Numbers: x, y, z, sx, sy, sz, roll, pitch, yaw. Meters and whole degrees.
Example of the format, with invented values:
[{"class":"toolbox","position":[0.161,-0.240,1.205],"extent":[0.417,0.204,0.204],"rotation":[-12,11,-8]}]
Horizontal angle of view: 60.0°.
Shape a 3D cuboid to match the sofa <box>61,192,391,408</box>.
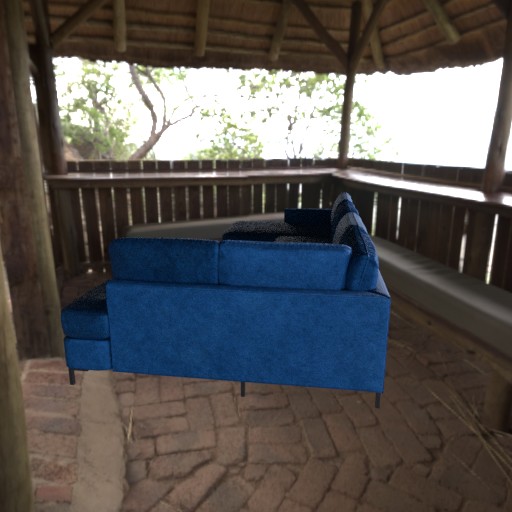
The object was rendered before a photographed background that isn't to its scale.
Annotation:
[{"class":"sofa","position":[0.000,0.000,4.313],"extent":[2.055,0.992,3.434],"rotation":[2,15,8]}]
